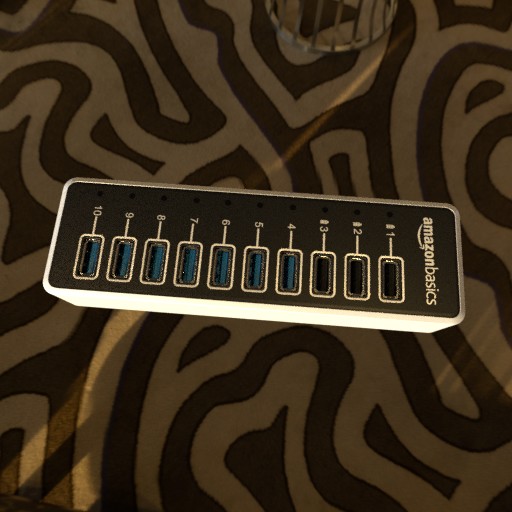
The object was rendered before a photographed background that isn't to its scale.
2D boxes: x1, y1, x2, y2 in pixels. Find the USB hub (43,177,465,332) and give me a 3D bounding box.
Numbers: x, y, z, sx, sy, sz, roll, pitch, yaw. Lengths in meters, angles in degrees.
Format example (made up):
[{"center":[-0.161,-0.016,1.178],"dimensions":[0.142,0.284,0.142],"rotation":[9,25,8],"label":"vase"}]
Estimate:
[{"center":[0.000,0.000,0.167],"dimensions":[0.145,0.023,0.044],"rotation":[4,73,1],"label":"USB hub"}]
